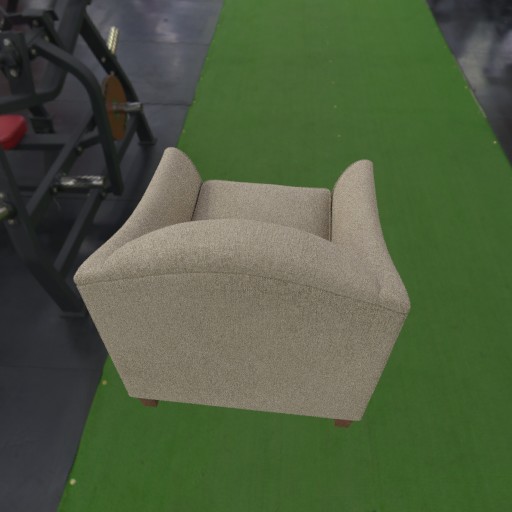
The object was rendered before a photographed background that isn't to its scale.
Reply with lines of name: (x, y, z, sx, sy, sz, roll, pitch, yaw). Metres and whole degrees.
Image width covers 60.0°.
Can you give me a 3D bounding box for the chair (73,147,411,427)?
chair: (0.000, 0.000, 1.445, 0.763, 0.839, 0.787, 5, 48, 4)
